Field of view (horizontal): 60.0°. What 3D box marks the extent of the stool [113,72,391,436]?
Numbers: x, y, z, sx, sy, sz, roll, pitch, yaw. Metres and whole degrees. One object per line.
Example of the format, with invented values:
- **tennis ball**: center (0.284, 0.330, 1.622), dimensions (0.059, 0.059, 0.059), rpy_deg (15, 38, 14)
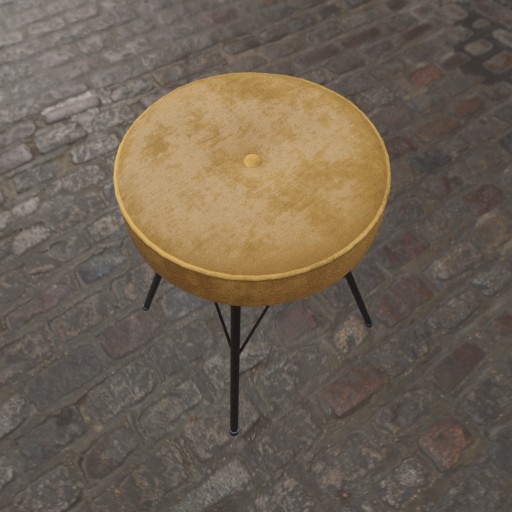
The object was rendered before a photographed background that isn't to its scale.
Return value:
- **stool**: center (0.000, 0.000, 0.921), dimensions (0.472, 0.595, 0.438), rpy_deg (-31, 63, -18)
